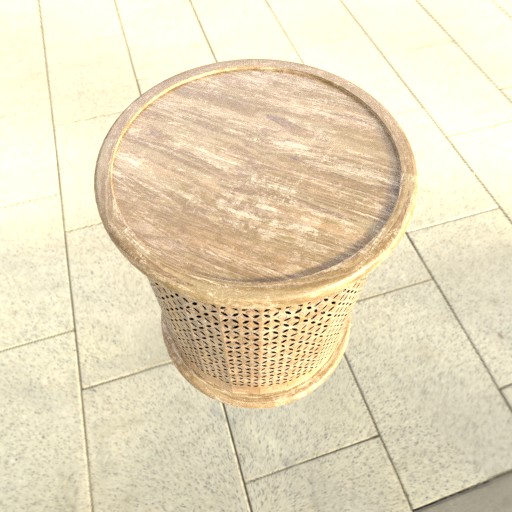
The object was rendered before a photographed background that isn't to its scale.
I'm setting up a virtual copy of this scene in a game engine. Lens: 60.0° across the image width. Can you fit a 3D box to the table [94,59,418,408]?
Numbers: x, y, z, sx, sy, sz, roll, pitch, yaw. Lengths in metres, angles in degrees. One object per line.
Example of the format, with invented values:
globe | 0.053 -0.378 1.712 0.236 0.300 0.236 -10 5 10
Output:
table | 0.000 0.000 0.764 0.407 0.482 0.407 0 58 0
